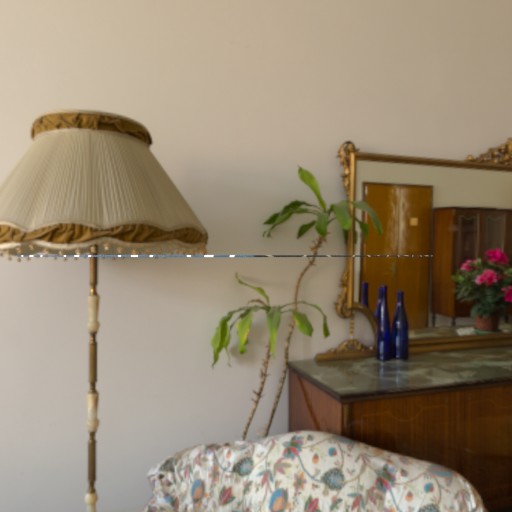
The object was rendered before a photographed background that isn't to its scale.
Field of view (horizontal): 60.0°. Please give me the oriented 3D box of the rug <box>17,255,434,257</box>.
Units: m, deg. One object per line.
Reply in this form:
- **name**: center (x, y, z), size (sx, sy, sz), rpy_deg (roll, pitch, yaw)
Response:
- **rug**: center (0.000, 0.000, 4.274), size (2.438, 0.010, 3.353), rpy_deg (0, 0, 36)
